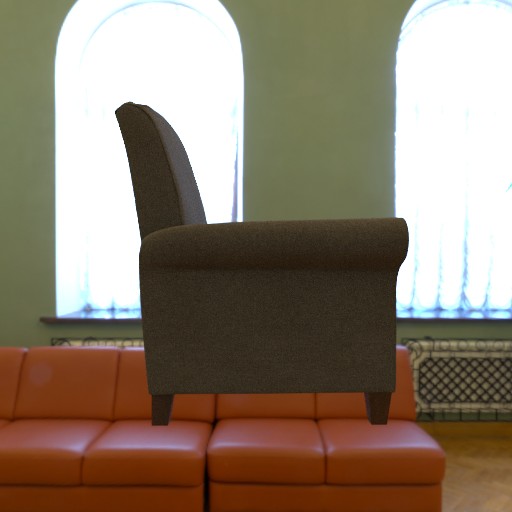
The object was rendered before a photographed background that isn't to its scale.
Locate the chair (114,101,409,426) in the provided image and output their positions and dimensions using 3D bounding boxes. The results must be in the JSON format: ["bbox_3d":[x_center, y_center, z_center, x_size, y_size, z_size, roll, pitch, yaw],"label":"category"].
[{"bbox_3d":[0.000,0.000,1.746,0.905,1.061,0.978,0,0,-1],"label":"chair"}]
